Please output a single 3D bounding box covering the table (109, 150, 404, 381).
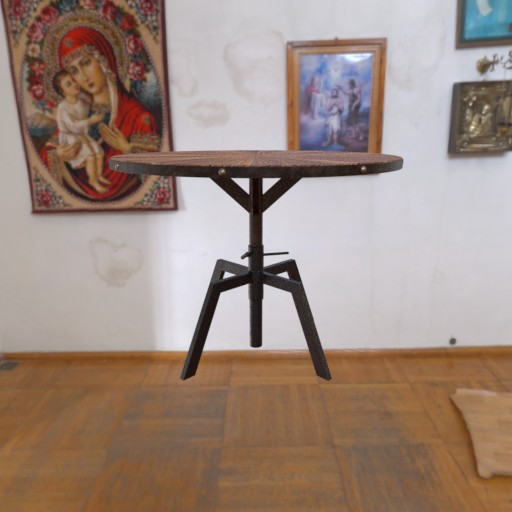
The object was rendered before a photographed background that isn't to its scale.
[{"bbox_3d":[0.000,0.000,1.484,0.885,0.658,0.885,0,15,0],"label":"table"}]
